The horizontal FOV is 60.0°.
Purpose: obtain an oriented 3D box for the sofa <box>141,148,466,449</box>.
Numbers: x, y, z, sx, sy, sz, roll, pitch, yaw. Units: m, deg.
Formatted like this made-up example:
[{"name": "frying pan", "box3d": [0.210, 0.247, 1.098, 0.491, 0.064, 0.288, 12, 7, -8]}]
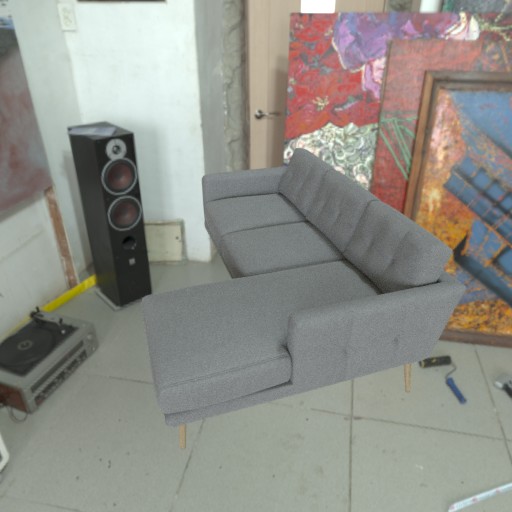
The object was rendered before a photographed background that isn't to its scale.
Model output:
[{"name": "sofa", "box3d": [0.000, 0.000, 2.879, 1.530, 0.860, 2.040, -9, 31, -16]}]
